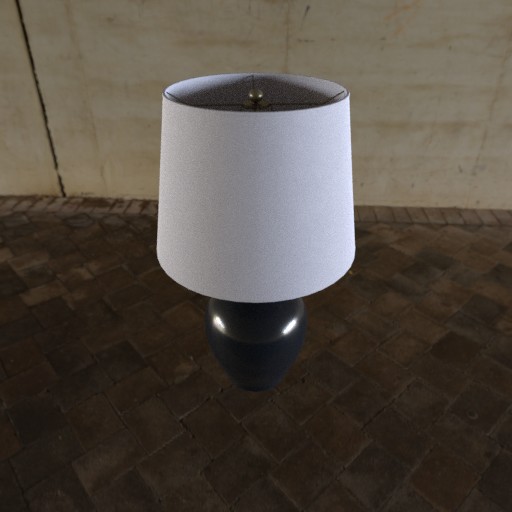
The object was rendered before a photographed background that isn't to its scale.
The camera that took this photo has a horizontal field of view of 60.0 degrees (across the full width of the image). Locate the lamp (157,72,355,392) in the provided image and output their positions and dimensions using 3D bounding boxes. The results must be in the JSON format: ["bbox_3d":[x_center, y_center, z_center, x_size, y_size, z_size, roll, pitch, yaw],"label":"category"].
[{"bbox_3d":[0.000,0.000,0.556,0.239,0.399,0.239,0,32,0],"label":"lamp"}]
